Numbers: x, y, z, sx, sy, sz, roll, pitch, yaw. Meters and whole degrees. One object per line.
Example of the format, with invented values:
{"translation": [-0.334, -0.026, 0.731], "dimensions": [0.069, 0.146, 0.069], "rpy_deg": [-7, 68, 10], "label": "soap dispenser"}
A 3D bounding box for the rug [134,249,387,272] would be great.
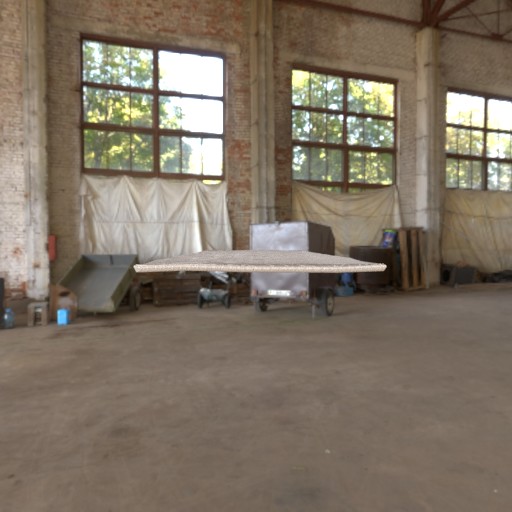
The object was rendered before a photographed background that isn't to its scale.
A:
{"translation": [0.000, 0.000, 2.637], "dimensions": [0.832, 0.035, 2.381], "rpy_deg": [0, 2, -1], "label": "rug"}
